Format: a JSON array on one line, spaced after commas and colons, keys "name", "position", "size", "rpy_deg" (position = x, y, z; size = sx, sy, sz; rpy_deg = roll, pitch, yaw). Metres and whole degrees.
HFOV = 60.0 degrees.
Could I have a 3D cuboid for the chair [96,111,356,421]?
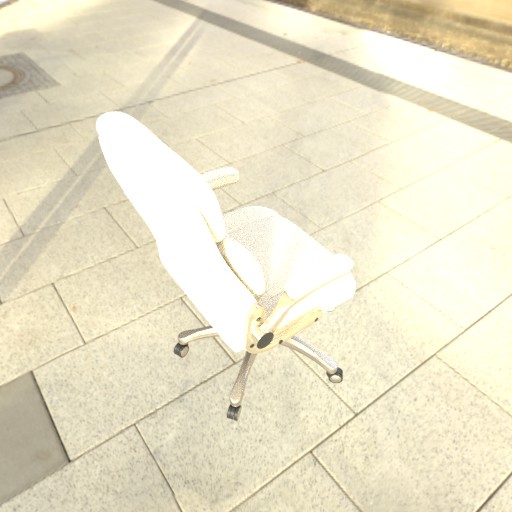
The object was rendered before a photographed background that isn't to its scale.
[{"name": "chair", "position": [0.000, 0.000, 1.630], "size": [0.794, 1.110, 0.740], "rpy_deg": [-28, 49, -28]}]
